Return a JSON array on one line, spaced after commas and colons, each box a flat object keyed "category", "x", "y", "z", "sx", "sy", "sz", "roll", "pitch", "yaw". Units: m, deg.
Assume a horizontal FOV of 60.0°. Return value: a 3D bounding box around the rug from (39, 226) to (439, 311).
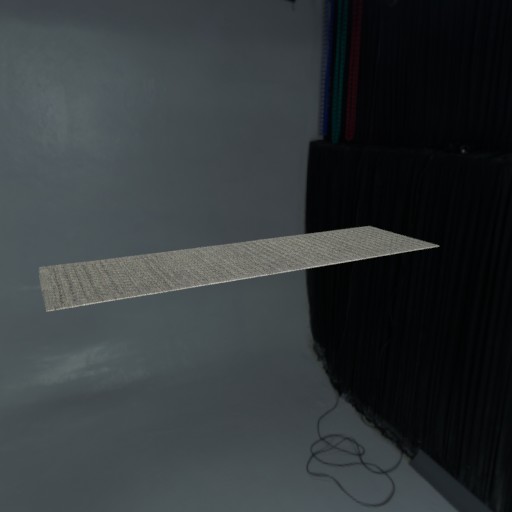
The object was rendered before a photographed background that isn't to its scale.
[{"category": "rug", "x": 0.000, "y": 0.000, "z": 2.774, "sx": 2.443, "sy": 0.009, "sz": 0.706, "roll": -8, "pitch": 18, "yaw": -26}]
